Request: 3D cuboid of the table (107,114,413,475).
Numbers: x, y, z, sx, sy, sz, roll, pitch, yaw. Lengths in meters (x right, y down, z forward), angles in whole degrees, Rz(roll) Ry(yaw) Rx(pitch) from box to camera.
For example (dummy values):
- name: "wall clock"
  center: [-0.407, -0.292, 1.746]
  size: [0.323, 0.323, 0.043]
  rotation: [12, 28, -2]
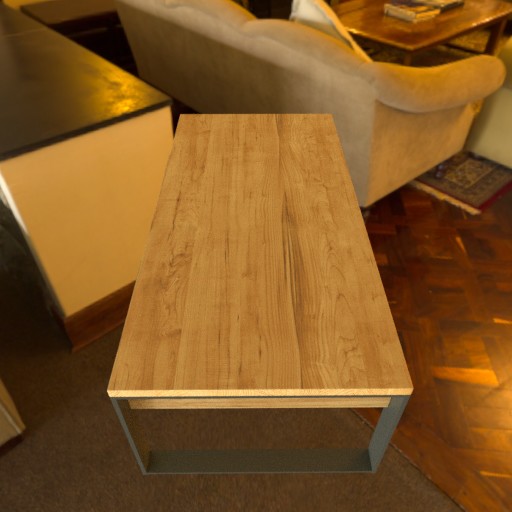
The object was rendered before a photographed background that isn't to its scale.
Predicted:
- name: "table"
  center: [0.000, 0.000, 1.408]
  size: [0.590, 0.400, 1.180]
  rotation: [0, 43, 0]
